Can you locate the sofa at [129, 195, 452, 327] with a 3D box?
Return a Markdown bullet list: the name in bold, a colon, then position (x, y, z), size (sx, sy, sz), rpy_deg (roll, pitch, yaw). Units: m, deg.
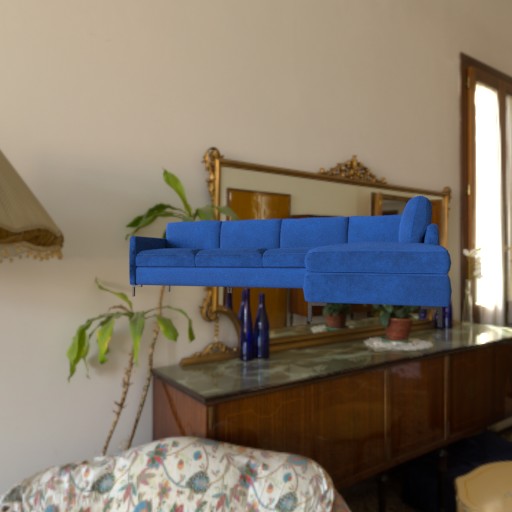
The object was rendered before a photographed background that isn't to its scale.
- **sofa**: position (0.000, 0.000, 3.238), size (2.486, 0.687, 1.707), rpy_deg (0, -1, 19)
